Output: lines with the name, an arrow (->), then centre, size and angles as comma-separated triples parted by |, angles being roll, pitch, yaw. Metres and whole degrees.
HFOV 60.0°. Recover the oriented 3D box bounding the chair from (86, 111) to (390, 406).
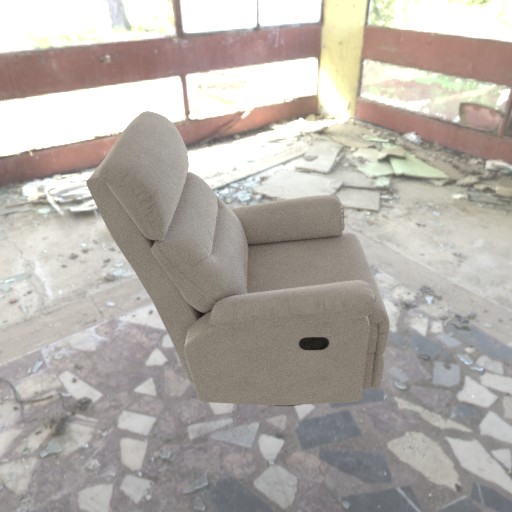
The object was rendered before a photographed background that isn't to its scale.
chair -> 0.000, 0.000, 1.769 | 1.001, 1.039, 0.820 | 0, 33, 0
